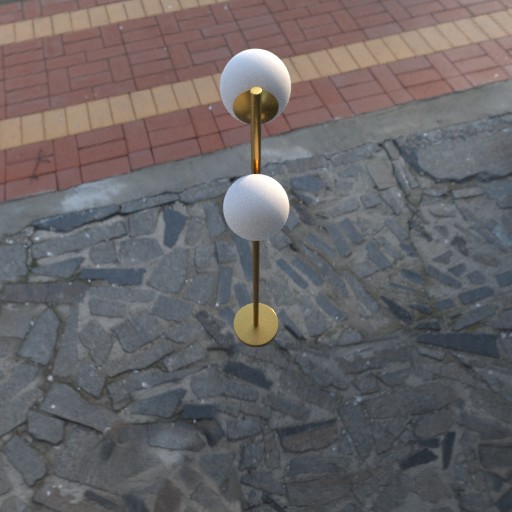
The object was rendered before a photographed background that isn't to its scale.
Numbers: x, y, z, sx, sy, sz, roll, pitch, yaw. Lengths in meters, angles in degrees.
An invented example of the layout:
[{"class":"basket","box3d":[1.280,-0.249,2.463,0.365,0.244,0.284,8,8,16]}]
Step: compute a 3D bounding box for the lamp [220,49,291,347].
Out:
[{"class":"lamp","box3d":[0.000,0.000,1.765,0.249,1.641,0.419,-1,61,0]}]
